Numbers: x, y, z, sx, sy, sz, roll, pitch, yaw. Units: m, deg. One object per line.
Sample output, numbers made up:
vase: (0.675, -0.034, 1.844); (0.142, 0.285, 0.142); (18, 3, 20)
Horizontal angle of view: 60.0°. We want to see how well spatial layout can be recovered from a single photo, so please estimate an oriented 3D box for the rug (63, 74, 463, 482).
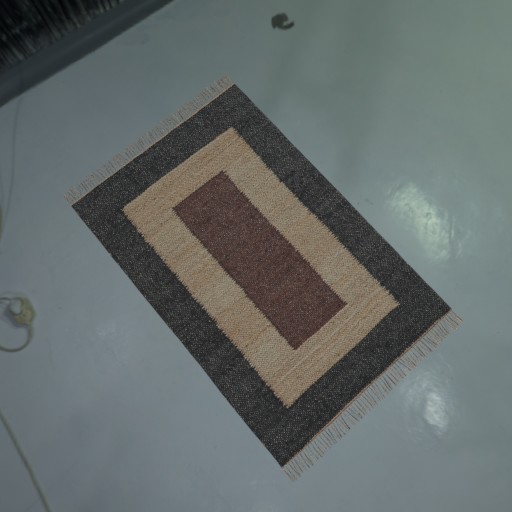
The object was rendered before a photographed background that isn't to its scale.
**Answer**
rug: (0.000, 0.000, 2.463); (1.224, 0.027, 2.021); (-40, 80, -9)
